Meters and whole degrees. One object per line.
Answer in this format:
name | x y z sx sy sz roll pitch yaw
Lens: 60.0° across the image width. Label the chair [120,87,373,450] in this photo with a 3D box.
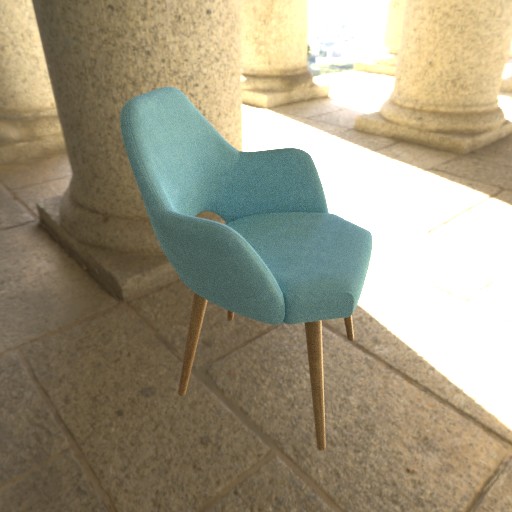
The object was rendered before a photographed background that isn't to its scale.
chair | 0.000 0.000 1.240 0.610 0.840 0.590 11 33 17
